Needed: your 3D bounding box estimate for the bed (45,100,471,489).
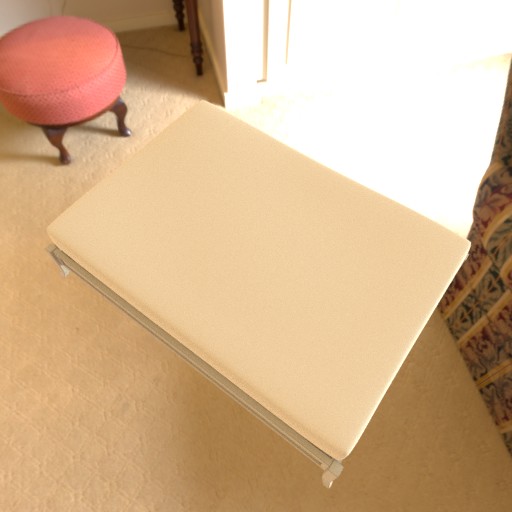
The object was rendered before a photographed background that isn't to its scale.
[{"bbox_3d":[0.000,0.000,2.568,1.985,0.510,1.460,33,63,19],"label":"bed"}]
